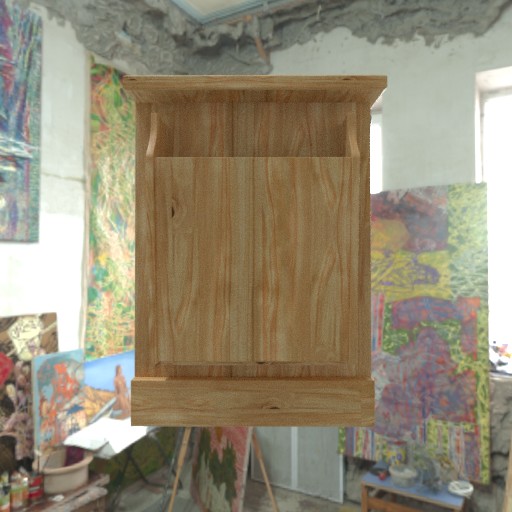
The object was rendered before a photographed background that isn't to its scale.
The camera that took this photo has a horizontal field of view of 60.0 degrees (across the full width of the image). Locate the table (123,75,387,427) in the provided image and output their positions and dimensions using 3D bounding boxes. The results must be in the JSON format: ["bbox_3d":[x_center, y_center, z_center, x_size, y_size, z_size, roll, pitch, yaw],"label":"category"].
[{"bbox_3d":[0.000,0.000,0.866,0.380,0.515,0.530,0,-1,0],"label":"table"}]
